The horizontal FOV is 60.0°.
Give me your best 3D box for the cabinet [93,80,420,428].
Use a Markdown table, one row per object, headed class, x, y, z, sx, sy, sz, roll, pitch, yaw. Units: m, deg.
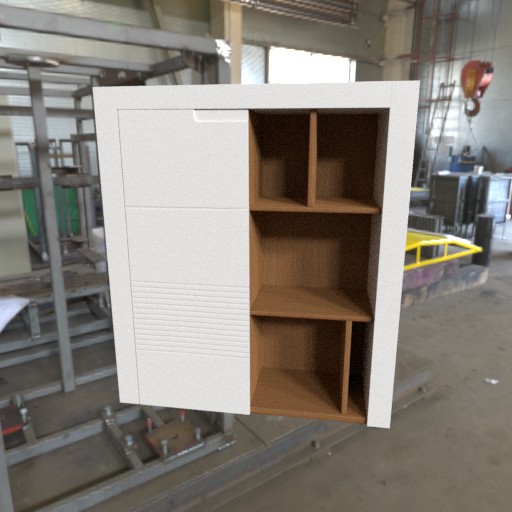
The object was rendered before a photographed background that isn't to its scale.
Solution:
| class | x | y | z | sx | sy | sz | roll | pitch | yaw |
| --- | --- | --- | --- | --- | --- | --- | --- | --- | --- |
| cabinet | 0.000 | 0.000 | 1.633 | 0.990 | 1.150 | 0.348 | 2 | 15 | 9 |
